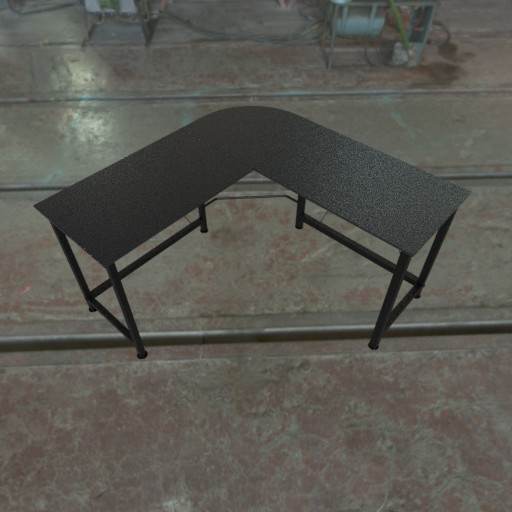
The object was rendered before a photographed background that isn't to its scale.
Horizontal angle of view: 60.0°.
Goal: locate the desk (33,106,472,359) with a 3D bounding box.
[{"bbox_3d":[0.000,0.000,2.276,1.400,0.762,1.400,34,55,27],"label":"desk"}]
